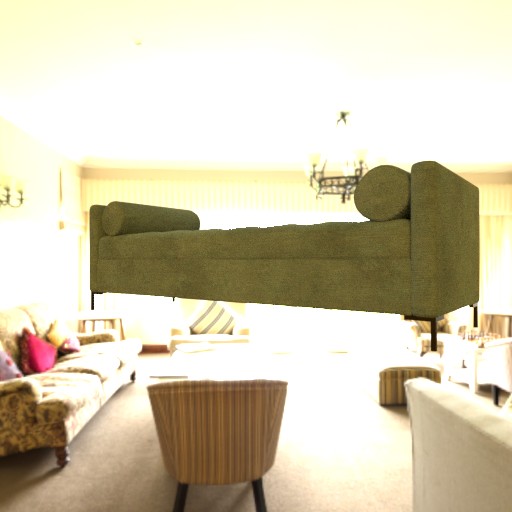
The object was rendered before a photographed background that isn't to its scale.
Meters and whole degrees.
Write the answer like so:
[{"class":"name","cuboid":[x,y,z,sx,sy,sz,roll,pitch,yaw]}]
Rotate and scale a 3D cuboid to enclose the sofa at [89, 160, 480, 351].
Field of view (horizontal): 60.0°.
[{"class":"sofa","cuboid":[0.000,0.000,2.292,1.981,0.635,0.686,0,-1,37]}]
